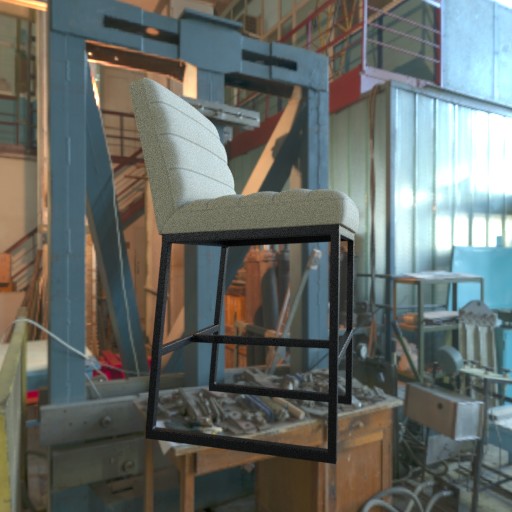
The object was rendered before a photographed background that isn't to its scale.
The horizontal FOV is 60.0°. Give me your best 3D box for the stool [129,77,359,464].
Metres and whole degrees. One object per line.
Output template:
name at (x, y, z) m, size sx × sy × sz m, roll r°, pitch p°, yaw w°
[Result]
stool at (0.000, 0.000, 1.283) m, size 0.560 × 0.940 × 0.460 m, roll 0°, pitch 0°, yaw 17°
